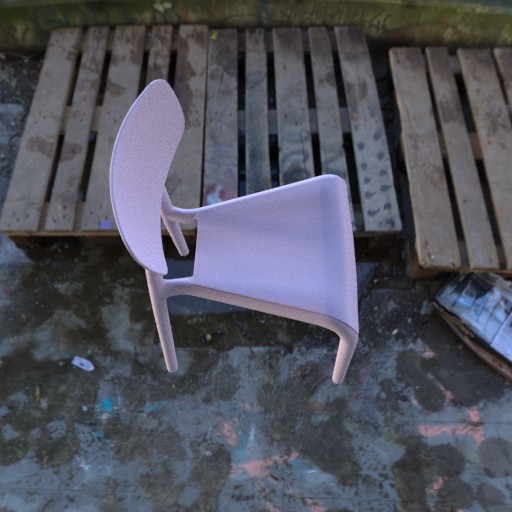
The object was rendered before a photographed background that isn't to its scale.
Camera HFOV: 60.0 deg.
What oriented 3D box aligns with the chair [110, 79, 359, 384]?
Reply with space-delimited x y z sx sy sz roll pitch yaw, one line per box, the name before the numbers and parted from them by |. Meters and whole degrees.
chair | 0.000 0.000 0.821 0.401 0.580 0.356 1 64 0
